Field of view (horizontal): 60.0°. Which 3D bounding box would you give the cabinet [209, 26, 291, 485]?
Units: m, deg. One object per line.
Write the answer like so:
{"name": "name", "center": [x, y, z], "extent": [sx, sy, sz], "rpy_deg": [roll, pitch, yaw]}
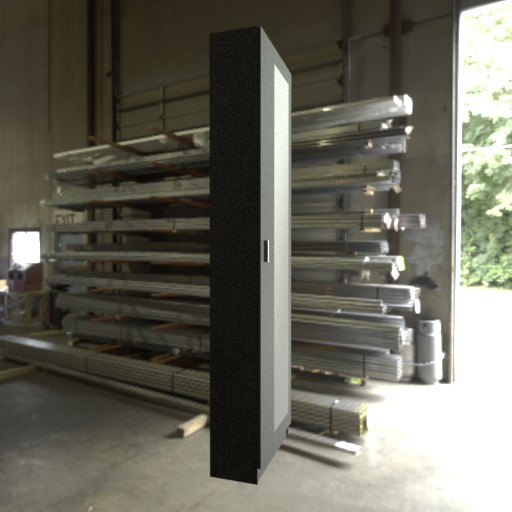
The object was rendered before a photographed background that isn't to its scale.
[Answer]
{"name": "cabinet", "center": [0.000, 0.000, 1.993], "extent": [0.230, 1.790, 0.500], "rpy_deg": [0, 1, 18]}
